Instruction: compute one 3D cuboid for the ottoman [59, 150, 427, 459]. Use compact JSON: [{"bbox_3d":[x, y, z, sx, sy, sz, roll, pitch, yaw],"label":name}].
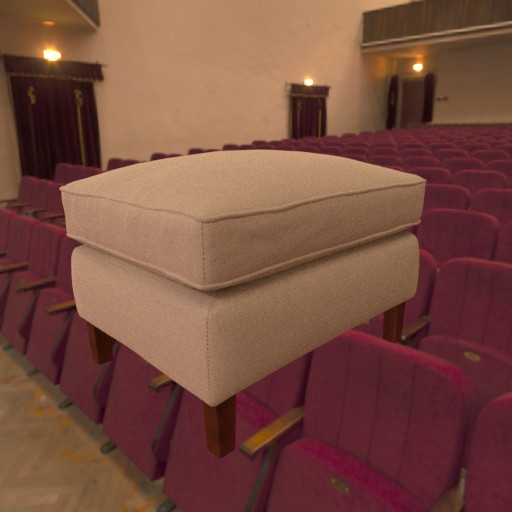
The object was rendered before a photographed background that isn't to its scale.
[{"bbox_3d":[0.000,0.000,0.982,0.665,0.456,0.501,-15,22,-43],"label":"ottoman"}]
